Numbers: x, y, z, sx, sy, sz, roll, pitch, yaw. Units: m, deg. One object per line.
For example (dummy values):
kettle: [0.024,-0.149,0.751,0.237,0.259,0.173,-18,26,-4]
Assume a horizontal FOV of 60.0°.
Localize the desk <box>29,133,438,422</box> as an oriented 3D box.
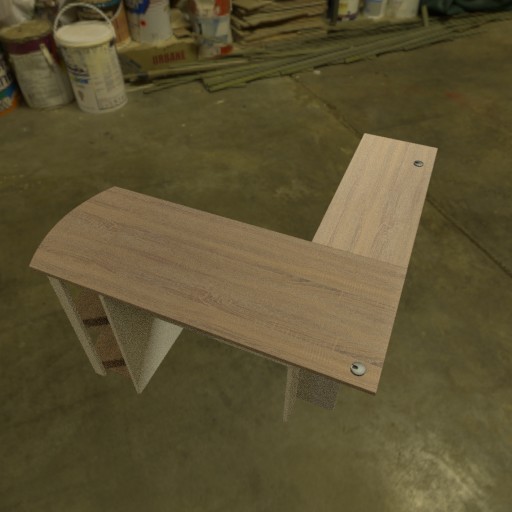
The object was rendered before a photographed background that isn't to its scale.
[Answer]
desk: [0.000,0.000,2.103,1.303,0.716,1.361,17,48,16]
